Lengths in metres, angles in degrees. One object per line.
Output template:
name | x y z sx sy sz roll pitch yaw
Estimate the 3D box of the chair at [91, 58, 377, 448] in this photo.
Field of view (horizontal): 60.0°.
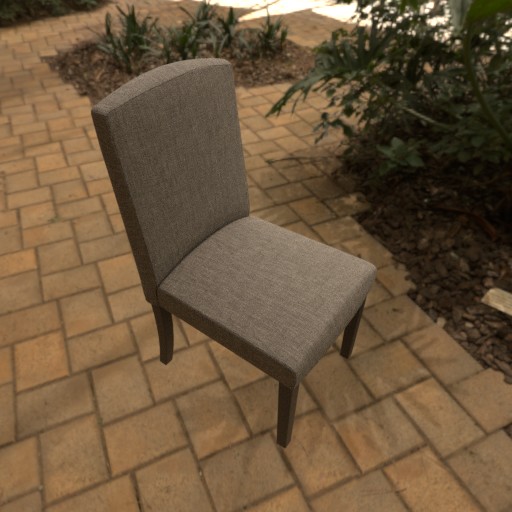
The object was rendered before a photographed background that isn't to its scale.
chair | 0.000 0.000 1.230 0.580 0.917 0.451 25 46 27
